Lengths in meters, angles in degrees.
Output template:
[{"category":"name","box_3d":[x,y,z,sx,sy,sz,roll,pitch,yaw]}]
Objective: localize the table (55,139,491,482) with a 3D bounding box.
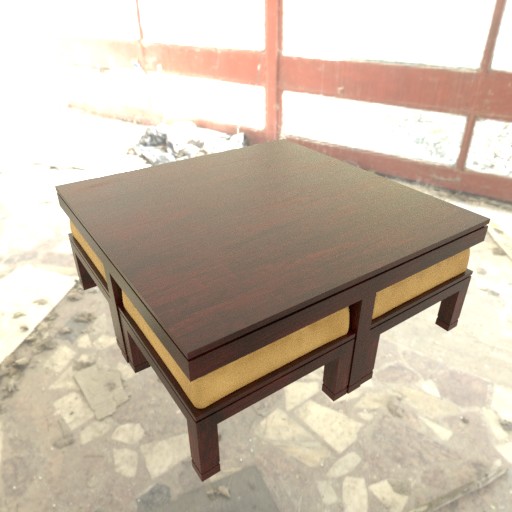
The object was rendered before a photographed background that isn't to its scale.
[{"category":"table","box_3d":[0.000,0.000,1.322,0.865,0.356,0.865,-20,36,-29]}]
